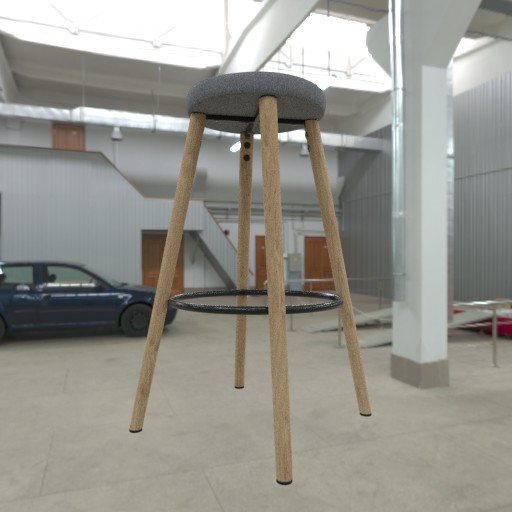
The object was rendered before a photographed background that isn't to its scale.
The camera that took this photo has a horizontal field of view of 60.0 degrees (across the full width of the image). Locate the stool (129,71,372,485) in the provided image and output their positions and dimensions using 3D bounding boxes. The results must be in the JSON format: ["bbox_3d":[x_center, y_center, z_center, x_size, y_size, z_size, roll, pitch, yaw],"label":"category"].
[{"bbox_3d":[0.000,0.000,1.024,0.410,0.770,0.410,0,0,35],"label":"stool"}]
